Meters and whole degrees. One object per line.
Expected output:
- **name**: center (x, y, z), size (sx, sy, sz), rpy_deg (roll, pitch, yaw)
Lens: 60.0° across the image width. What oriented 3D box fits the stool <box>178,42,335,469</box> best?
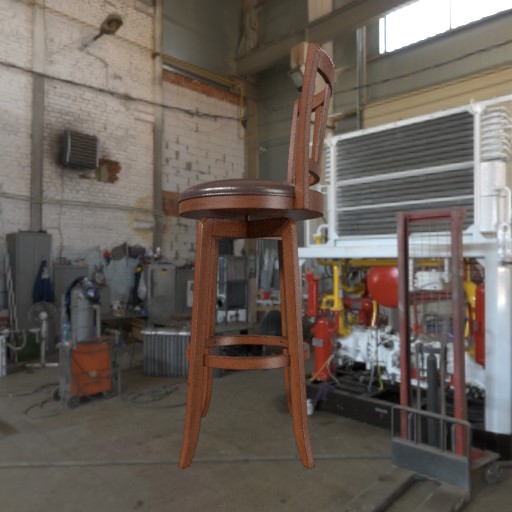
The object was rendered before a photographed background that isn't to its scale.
- **stool**: center (0.000, 0.000, 1.439), size (0.503, 1.177, 0.464), rpy_deg (0, -1, 0)
